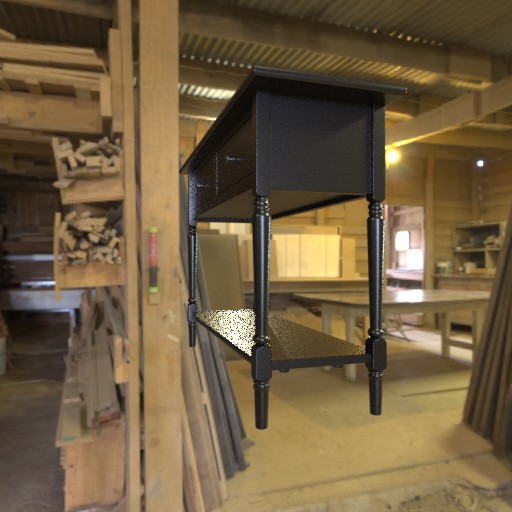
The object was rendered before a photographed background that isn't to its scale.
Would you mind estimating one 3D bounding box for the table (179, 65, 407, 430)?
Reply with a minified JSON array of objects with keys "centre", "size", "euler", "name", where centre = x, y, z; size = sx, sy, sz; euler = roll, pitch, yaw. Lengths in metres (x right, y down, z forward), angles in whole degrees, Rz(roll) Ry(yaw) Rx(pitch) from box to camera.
[{"centre":[0.000,0.000,1.572],"size":[0.386,0.819,1.191],"euler":[0,0,-17],"name":"table"}]
